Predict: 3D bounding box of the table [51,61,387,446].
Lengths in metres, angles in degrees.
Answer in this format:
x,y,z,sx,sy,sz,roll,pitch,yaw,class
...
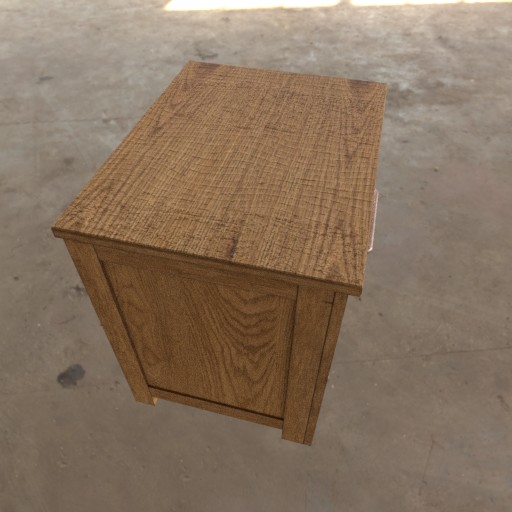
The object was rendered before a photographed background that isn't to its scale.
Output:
x,y,z,sx,sy,sz,roll,pitch,yaw,class
0.000,0.000,1.055,0.494,0.625,0.601,11,48,10,table
